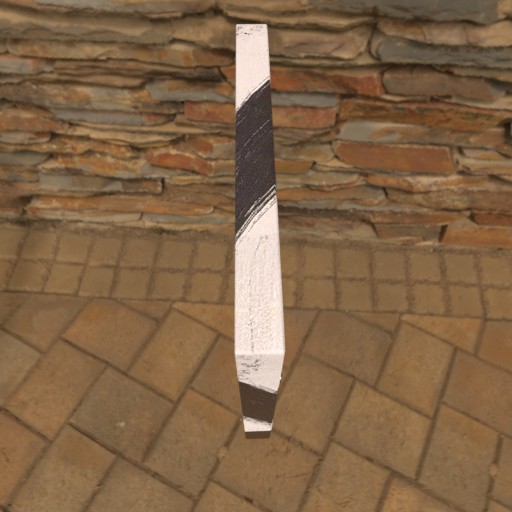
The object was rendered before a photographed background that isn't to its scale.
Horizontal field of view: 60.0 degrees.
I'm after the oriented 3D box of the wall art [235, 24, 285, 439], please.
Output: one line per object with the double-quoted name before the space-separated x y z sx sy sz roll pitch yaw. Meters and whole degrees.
"wall art" 0.000 0.000 0.750 0.050 0.508 0.507 -1 59 -1
